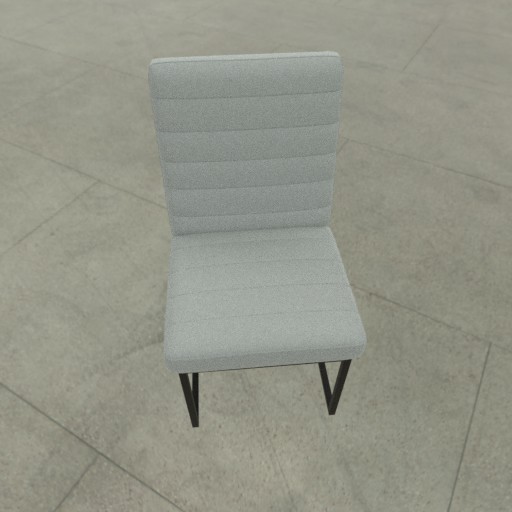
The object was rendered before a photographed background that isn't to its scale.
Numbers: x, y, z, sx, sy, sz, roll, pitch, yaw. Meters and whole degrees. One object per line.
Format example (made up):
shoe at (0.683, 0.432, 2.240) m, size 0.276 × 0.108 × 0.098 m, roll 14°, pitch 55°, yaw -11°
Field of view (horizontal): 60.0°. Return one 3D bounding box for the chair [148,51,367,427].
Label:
chair at (0.000, 0.000, 1.297) m, size 0.520 × 0.930 × 0.634 m, roll -4°, pitch 47°, yaw -4°
